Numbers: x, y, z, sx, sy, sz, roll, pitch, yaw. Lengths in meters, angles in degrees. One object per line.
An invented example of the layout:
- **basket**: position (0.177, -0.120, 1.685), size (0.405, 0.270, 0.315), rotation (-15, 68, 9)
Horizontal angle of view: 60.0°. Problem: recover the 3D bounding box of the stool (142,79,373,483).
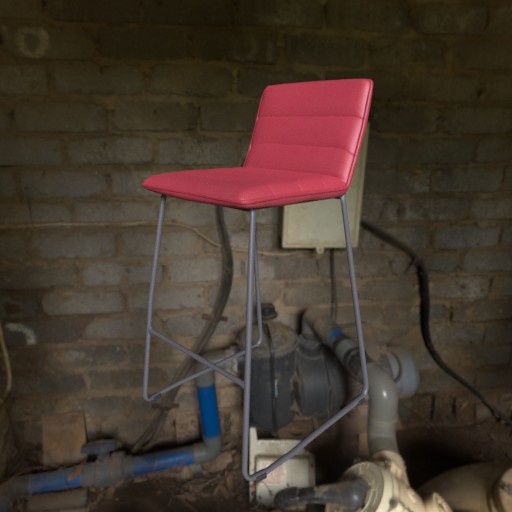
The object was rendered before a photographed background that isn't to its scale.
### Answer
- **stool**: position (0.000, 0.000, 1.238), size (0.489, 0.937, 0.524), rotation (16, 23, 42)
